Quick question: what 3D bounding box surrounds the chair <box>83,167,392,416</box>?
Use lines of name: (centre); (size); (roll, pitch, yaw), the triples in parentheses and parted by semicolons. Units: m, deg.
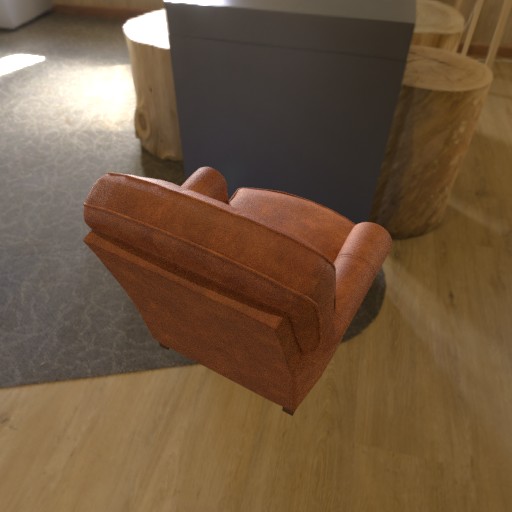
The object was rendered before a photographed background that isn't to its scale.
chair: (0.000, 0.000, 1.792); (0.936, 1.018, 0.986); (22, 50, 20)
